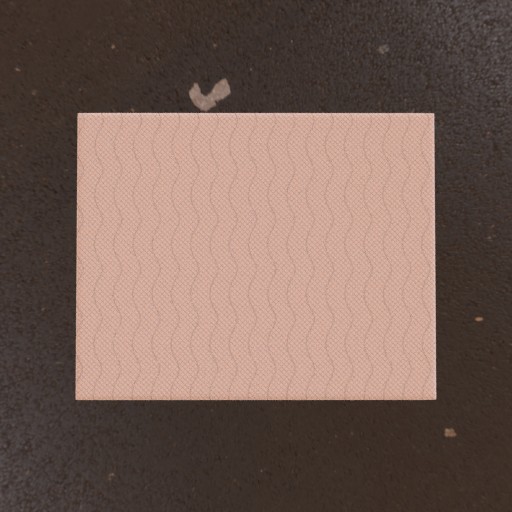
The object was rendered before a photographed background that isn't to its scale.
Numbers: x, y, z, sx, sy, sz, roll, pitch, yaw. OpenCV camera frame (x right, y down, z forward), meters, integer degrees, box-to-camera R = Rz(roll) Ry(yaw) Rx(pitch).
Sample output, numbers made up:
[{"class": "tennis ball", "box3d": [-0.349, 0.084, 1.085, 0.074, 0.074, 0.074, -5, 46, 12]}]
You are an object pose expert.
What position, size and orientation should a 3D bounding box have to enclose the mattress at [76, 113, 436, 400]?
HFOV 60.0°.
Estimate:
[{"class": "mattress", "box3d": [0.000, 0.000, 2.568, 2.000, 0.230, 1.600, 0, 89, 0]}]
